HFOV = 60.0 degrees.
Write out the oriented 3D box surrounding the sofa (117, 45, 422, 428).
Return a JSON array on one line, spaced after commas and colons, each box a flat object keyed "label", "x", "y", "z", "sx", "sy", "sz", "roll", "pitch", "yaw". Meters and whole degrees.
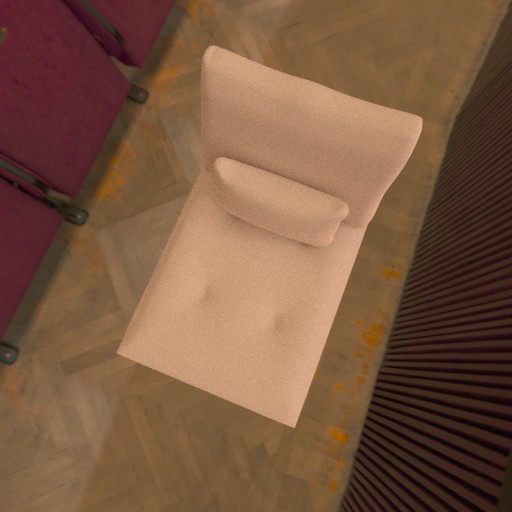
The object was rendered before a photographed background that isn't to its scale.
[{"label": "sofa", "x": 0.000, "y": 0.000, "z": 1.567, "sx": 0.700, "sy": 0.820, "sz": 1.000, "roll": 21, "pitch": 78, "yaw": 5}]
